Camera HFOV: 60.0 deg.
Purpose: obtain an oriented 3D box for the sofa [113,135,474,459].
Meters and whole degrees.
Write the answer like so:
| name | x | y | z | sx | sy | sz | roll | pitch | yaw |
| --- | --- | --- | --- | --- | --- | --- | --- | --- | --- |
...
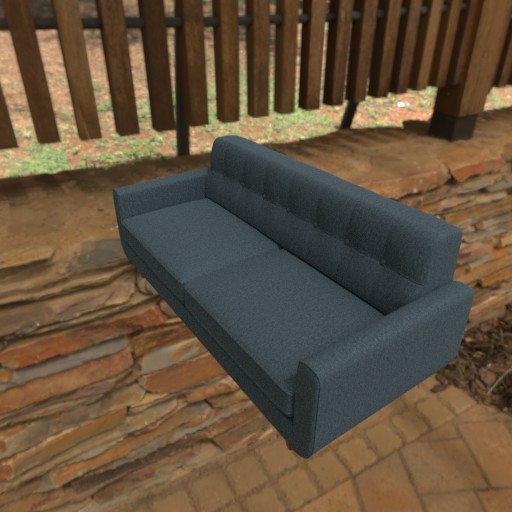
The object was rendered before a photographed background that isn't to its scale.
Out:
| name | x | y | z | sx | sy | sz | roll | pitch | yaw |
| --- | --- | --- | --- | --- | --- | --- | --- | --- | --- |
| sofa | 0.000 | 0.000 | 2.510 | 0.942 | 0.884 | 2.055 | -19 | 36 | -29 |
